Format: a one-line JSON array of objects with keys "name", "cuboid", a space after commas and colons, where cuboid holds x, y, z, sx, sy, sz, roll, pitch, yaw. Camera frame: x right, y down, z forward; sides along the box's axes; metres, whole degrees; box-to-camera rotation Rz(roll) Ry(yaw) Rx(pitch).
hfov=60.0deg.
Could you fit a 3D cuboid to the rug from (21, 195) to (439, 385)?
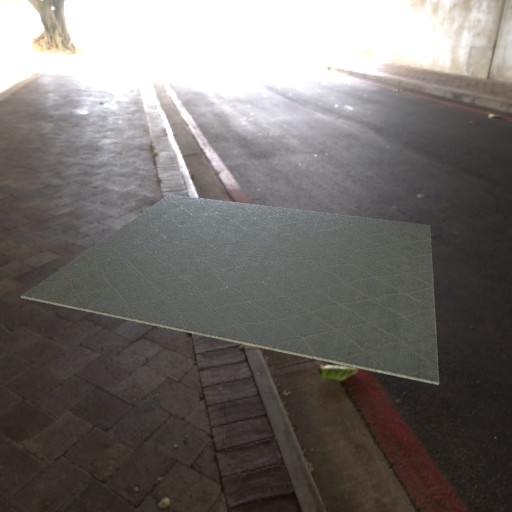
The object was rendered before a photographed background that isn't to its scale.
[{"name": "rug", "cuboid": [0.000, 0.000, 4.030, 3.039, 0.019, 2.420, 9, 29, 16]}]
